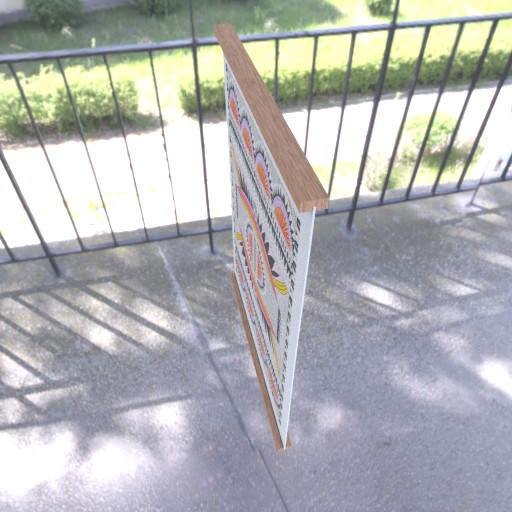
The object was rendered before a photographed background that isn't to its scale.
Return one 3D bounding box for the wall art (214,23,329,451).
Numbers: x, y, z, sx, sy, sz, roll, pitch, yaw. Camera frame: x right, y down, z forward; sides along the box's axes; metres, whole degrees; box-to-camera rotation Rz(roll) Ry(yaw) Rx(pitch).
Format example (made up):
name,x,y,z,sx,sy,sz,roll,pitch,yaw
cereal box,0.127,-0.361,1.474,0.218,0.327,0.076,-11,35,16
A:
name,x,y,z,sx,sy,sz,roll,pitch,yaw
wall art,0.000,0.000,0.776,0.028,0.609,0.456,-10,47,-9
